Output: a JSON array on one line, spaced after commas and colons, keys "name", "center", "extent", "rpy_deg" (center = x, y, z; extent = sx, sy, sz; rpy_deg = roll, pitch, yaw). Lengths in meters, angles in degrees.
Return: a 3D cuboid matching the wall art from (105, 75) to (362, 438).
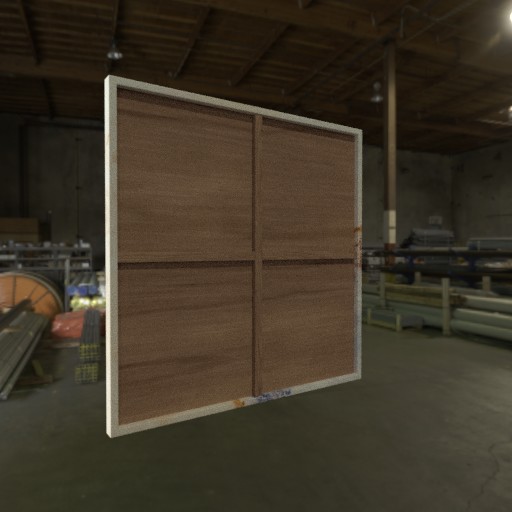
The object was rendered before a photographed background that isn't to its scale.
[{"name": "wall art", "center": [0.000, 0.000, 1.347], "extent": [0.889, 0.889, 0.038], "rpy_deg": [-1, 1, -34]}]
